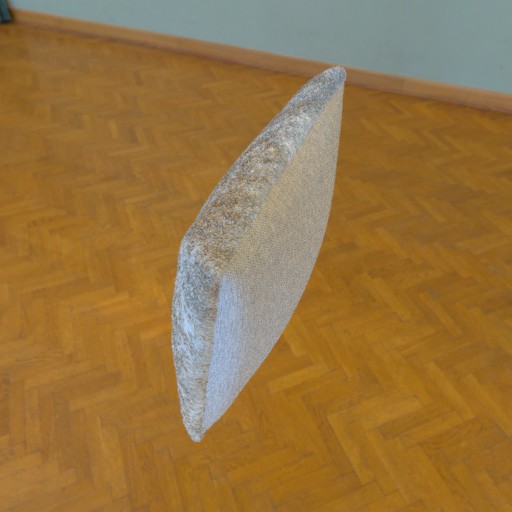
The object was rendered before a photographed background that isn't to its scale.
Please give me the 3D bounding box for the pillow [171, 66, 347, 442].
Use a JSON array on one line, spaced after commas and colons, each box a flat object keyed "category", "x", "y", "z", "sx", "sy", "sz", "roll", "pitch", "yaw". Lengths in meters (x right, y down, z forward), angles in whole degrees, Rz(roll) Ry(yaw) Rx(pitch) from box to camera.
[{"category": "pillow", "x": 0.000, "y": 0.000, "z": 0.806, "sx": 0.218, "sy": 0.515, "sz": 0.529, "roll": 16, "pitch": 48, "yaw": 15}]
